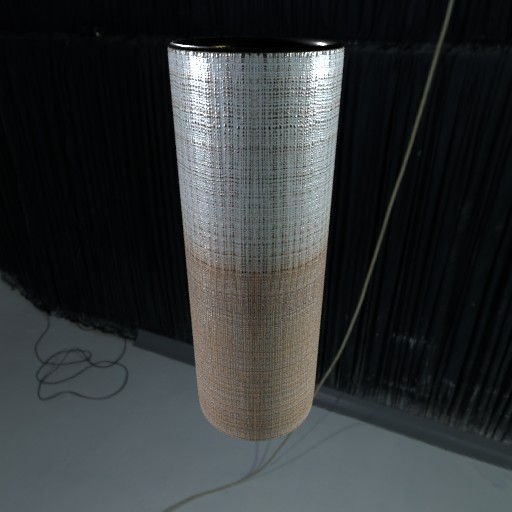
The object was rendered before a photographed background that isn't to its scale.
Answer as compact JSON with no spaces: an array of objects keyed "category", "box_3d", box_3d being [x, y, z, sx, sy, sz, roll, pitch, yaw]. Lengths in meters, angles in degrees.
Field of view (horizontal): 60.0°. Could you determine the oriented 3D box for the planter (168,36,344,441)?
[{"category":"planter","box_3d":[0.000,0.000,0.318,0.099,0.278,0.099,10,31,18]}]
